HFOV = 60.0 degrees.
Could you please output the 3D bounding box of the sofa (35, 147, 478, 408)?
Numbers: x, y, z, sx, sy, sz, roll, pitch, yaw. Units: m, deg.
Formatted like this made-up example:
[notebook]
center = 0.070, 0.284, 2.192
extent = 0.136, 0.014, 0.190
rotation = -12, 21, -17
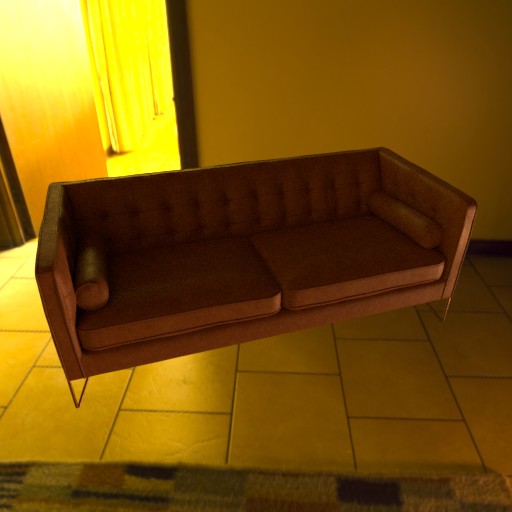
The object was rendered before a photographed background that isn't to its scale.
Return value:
[sofa]
center = 0.000, 0.000, 2.487
extent = 2.079, 0.798, 0.912
rotation = -10, 33, -15
